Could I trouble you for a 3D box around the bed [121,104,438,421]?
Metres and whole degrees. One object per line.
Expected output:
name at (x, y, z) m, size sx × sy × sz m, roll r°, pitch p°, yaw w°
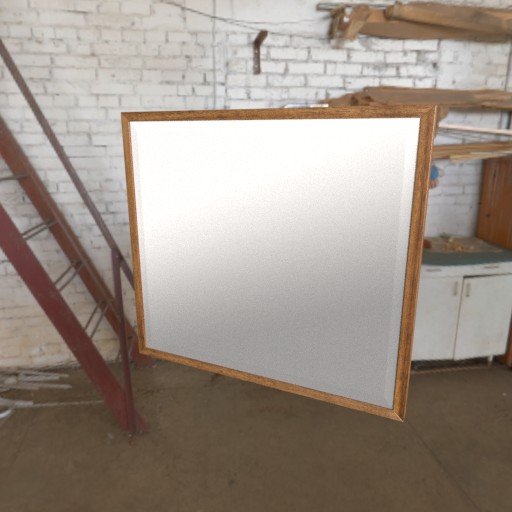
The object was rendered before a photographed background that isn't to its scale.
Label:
bed at (0.000, 0.000, 1.492) m, size 1.041 × 0.940 × 0.043 m, roll 7°, pitch 17°, yaw 25°
